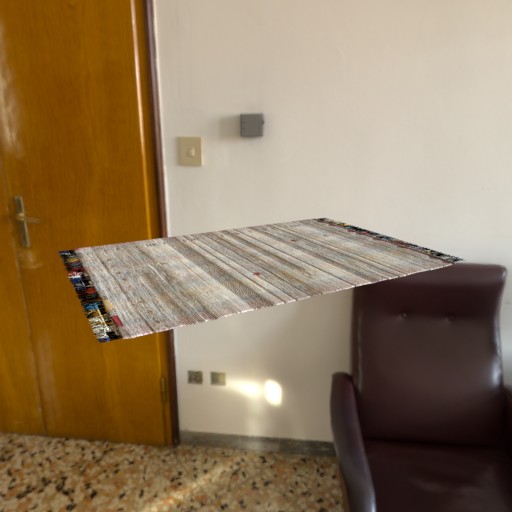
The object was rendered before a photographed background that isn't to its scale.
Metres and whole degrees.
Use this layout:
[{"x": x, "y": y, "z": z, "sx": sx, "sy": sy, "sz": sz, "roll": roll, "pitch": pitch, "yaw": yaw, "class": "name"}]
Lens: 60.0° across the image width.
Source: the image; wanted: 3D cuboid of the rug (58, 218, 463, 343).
[{"x": 0.000, "y": 0.000, "z": 2.360, "sx": 1.848, "sy": 0.012, "sz": 1.217, "roll": -9, "pitch": 19, "yaw": -27, "class": "rug"}]
